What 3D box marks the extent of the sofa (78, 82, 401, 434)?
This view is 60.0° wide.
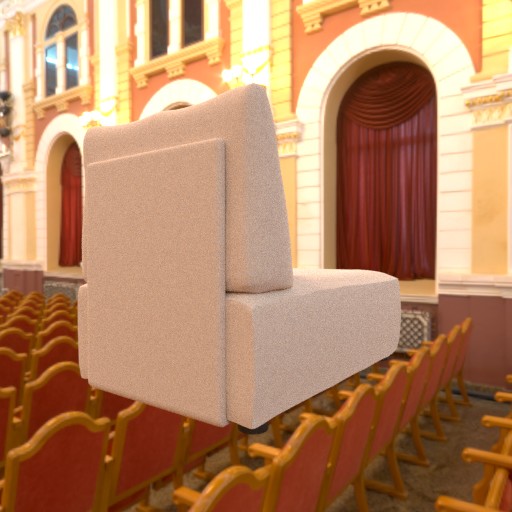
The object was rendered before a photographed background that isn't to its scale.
[{"bbox_3d":[0.000,0.000,1.573,0.700,0.820,1.000,0,1,37],"label":"sofa"}]
